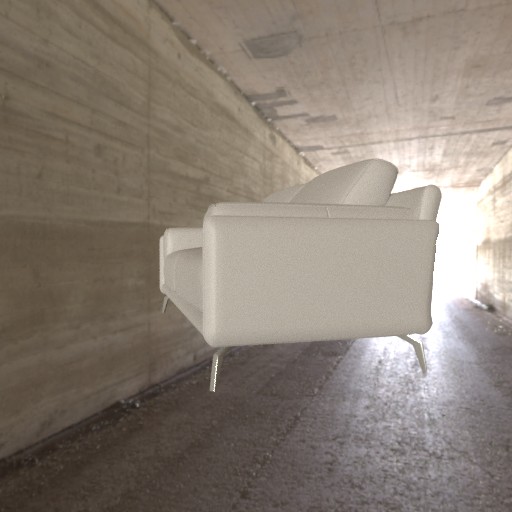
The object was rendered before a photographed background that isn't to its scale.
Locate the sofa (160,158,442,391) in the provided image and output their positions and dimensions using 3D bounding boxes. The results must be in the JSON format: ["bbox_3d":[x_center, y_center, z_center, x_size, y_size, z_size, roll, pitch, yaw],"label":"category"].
[{"bbox_3d":[0.000,0.000,2.596,1.049,0.930,2.101,0,1,-16],"label":"sofa"}]
